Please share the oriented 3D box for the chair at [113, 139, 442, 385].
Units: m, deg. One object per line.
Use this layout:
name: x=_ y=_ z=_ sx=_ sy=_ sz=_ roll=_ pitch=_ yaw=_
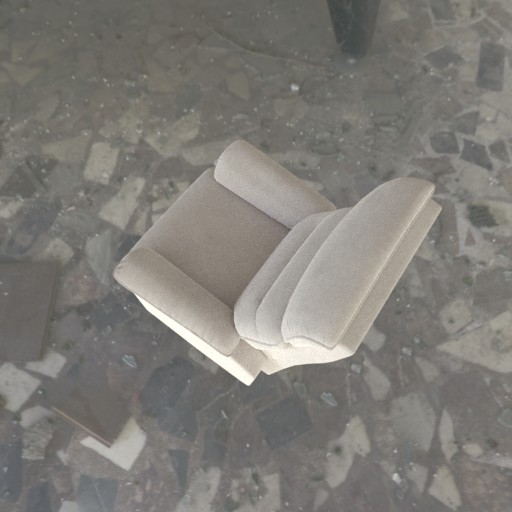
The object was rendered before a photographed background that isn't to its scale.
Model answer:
chair: x=0.000 y=0.000 z=1.766 sx=1.001 sy=1.039 sz=0.820 roll=32 pitch=67 yaw=15
